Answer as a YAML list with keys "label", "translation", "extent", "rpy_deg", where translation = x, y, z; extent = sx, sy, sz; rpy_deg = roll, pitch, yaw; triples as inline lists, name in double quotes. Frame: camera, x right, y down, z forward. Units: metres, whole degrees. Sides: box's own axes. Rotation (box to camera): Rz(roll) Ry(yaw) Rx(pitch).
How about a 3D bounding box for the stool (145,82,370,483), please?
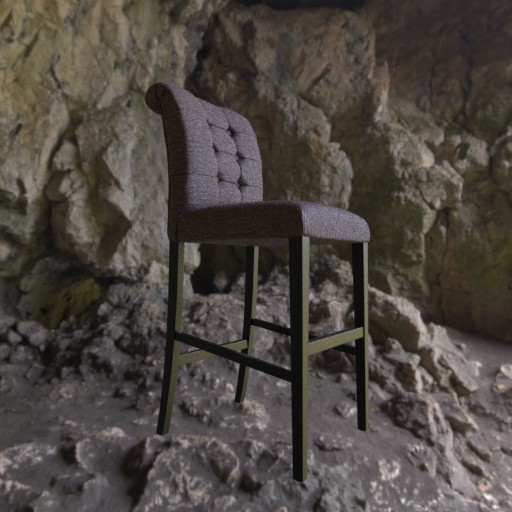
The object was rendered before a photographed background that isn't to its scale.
- label: "stool"
  translation: [0.000, 0.000, 1.444]
  extent: [0.613, 1.131, 0.452]
  rpy_deg: [-1, -1, 36]
